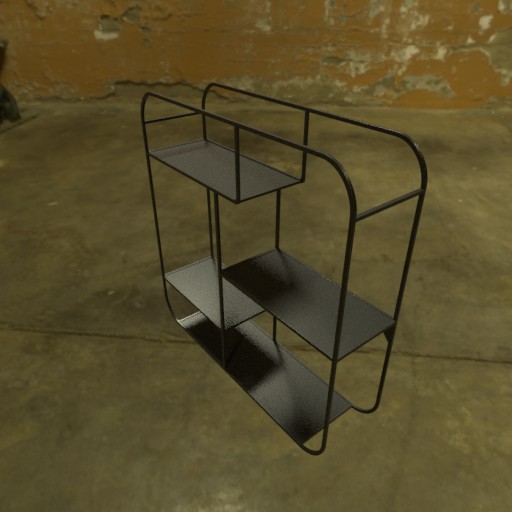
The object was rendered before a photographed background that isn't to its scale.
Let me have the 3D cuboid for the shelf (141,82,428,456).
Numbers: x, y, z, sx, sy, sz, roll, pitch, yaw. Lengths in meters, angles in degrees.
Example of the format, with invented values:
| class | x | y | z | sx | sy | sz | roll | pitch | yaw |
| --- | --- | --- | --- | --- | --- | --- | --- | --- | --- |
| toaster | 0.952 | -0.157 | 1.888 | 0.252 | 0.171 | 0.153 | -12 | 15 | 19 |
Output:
| class | x | y | z | sx | sy | sz | roll | pitch | yaw |
| --- | --- | --- | --- | --- | --- | --- | --- | --- | --- |
| shelf | 0.000 | 0.000 | 0.926 | 0.160 | 0.600 | 0.600 | -23 | 38 | -32 |
